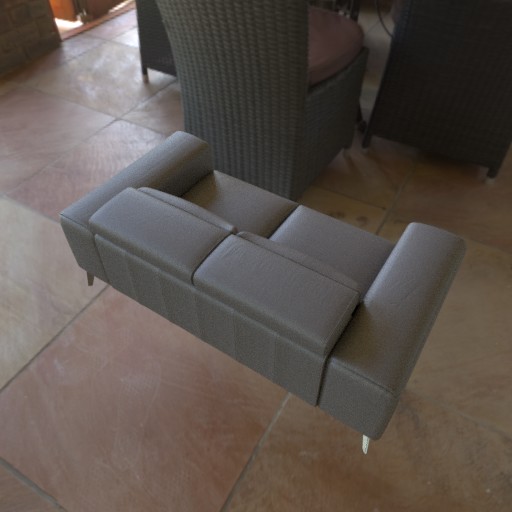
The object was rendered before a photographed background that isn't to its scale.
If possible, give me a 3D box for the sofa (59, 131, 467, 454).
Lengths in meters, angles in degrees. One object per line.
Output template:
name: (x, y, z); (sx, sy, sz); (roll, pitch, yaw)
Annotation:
sofa: (0.000, 0.000, 2.449); (1.930, 0.753, 1.024); (25, 52, 22)
